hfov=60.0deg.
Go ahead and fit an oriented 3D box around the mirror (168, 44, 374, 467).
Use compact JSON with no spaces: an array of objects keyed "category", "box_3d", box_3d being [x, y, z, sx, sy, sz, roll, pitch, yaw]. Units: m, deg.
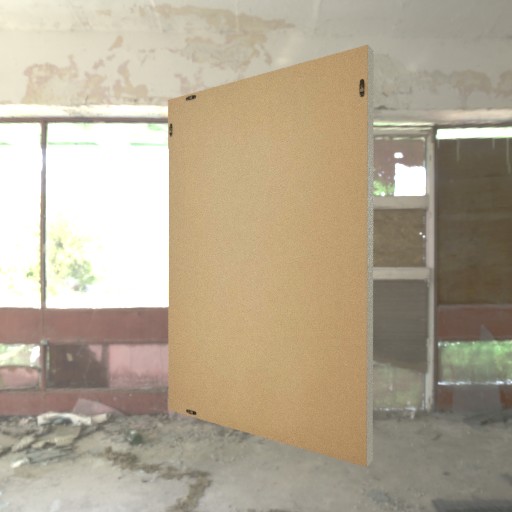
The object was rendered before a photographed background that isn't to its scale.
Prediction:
[{"category":"mirror","box_3d":[0.000,0.000,1.146,0.609,0.914,0.041,0,1,35]}]
